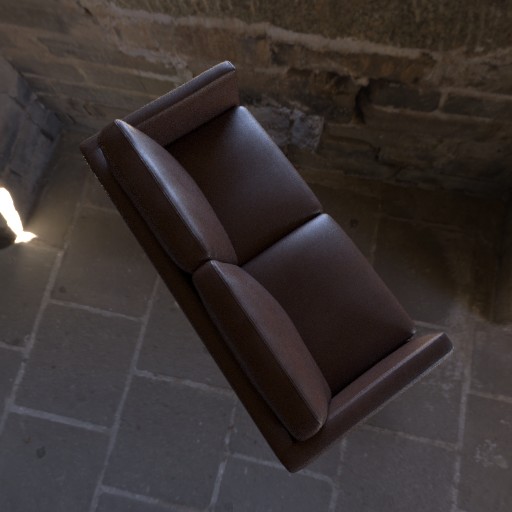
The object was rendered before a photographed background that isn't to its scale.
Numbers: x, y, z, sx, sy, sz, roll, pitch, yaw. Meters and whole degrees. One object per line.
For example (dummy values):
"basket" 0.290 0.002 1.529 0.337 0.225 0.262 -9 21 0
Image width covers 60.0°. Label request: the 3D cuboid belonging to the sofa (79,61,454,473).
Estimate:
"sofa" 0.000 0.000 2.387 0.951 0.933 1.883 -33 77 -9
